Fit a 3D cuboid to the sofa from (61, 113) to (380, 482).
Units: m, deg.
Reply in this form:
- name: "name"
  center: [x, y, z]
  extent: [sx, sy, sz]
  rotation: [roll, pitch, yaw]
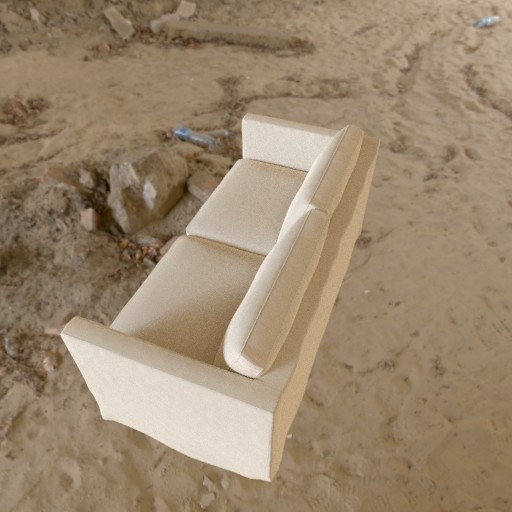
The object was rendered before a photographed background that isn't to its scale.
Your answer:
- name: "sofa"
  center: [0.000, 0.000, 2.485]
  extent: [0.940, 0.870, 1.987]
  rotation: [16, 48, 15]
